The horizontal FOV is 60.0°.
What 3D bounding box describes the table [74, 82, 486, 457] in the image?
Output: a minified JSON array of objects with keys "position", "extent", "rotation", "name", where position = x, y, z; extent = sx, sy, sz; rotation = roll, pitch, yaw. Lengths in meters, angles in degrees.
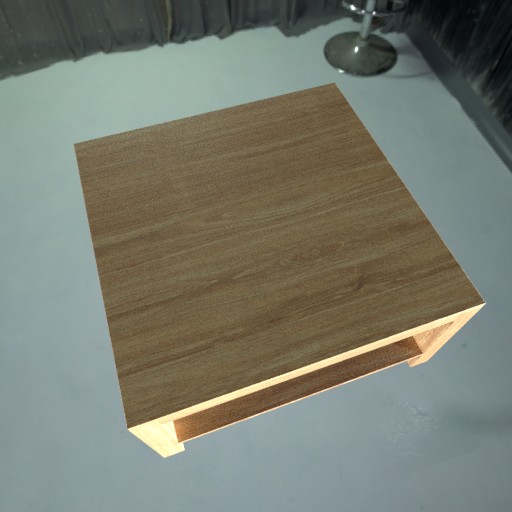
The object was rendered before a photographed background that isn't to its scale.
[{"position":[0.000,0.000,1.440],"extent":[0.900,0.450,0.900],"rotation":[-17,60,-10],"name":"table"}]
